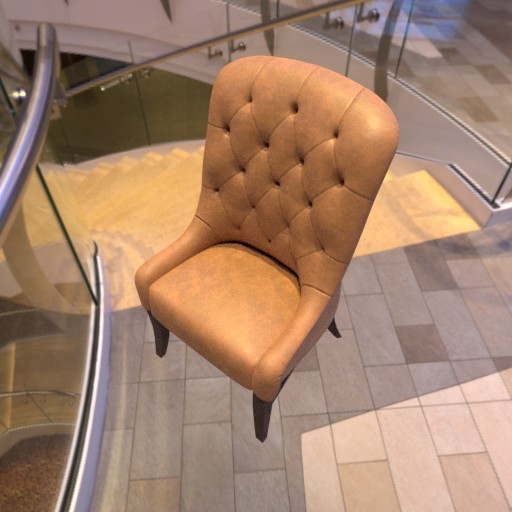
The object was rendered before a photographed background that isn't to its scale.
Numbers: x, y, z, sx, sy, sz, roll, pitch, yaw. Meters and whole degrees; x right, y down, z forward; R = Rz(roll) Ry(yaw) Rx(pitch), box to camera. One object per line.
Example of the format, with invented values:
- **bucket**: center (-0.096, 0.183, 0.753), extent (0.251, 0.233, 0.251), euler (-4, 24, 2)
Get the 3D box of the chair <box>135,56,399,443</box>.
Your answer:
- **chair**: center (0.000, 0.000, 1.497), extent (0.634, 1.091, 0.629), euler (31, 55, 26)
